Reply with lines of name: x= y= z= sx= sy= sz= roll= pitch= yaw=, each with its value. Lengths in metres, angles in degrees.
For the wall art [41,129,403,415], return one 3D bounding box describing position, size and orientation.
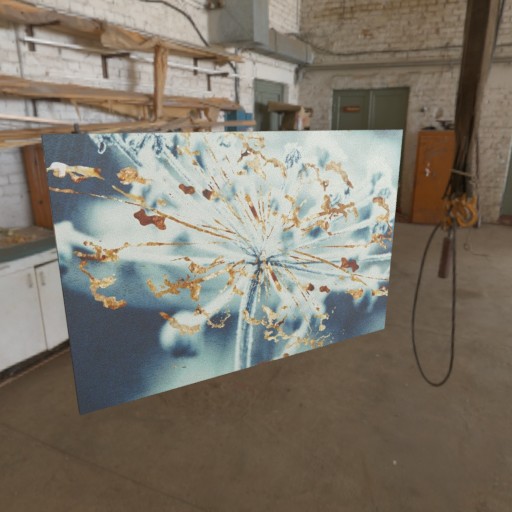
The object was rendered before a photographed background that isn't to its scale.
wall art: x=0.000 y=0.000 z=1.403 sx=1.138 sy=0.759 sz=0.035 roll=-9 pitch=19 yaw=-27
